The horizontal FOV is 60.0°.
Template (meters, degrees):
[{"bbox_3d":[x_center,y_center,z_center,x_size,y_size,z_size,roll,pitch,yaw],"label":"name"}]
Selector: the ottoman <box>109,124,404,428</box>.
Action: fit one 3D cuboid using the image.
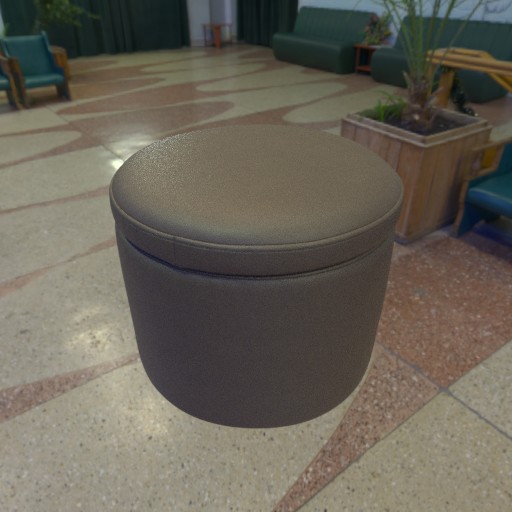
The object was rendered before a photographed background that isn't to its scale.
[{"bbox_3d":[0.000,0.000,0.861,0.500,0.409,0.500,0,33,0],"label":"ottoman"}]
